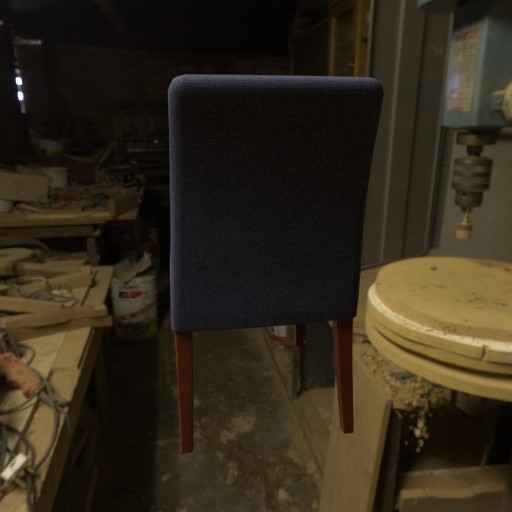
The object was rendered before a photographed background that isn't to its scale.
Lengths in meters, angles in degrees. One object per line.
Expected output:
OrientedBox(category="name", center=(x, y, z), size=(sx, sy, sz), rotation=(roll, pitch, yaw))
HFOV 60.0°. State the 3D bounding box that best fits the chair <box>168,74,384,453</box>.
OrientedBox(category="chair", center=(0.000, 0.000, 1.325), size=(0.508, 0.952, 0.655), rotation=(-3, 18, -9))
